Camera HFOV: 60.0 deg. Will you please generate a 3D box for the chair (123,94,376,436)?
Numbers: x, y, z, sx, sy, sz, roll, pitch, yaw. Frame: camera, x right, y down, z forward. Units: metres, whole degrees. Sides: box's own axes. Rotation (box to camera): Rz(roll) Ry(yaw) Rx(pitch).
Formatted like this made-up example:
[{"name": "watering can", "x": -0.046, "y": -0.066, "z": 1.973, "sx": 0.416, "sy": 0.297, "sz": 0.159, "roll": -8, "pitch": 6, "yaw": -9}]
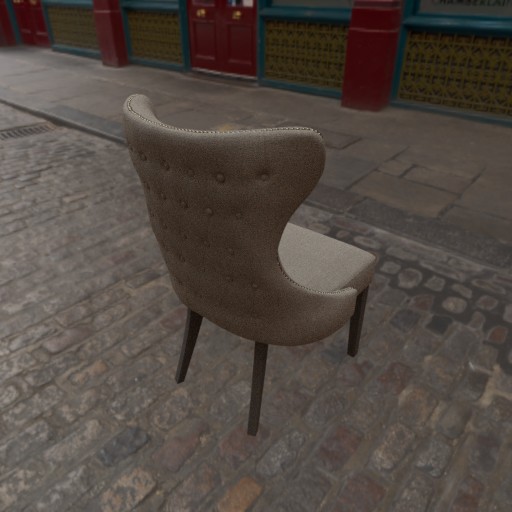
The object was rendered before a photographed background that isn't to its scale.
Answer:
[{"name": "chair", "x": 0.000, "y": 0.000, "z": 1.392, "sx": 0.628, "sy": 0.967, "sz": 0.635, "roll": 23, "pitch": 38, "yaw": 33}]
